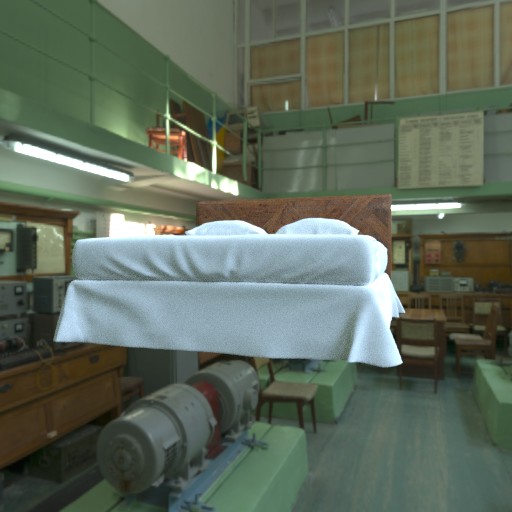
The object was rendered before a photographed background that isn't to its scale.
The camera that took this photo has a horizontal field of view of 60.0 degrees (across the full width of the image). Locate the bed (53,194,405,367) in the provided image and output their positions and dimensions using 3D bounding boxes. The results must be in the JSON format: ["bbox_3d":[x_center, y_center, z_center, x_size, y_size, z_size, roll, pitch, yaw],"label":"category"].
[{"bbox_3d":[0.000,0.000,3.515,2.255,1.158,2.165,0,0,18],"label":"bed"}]
